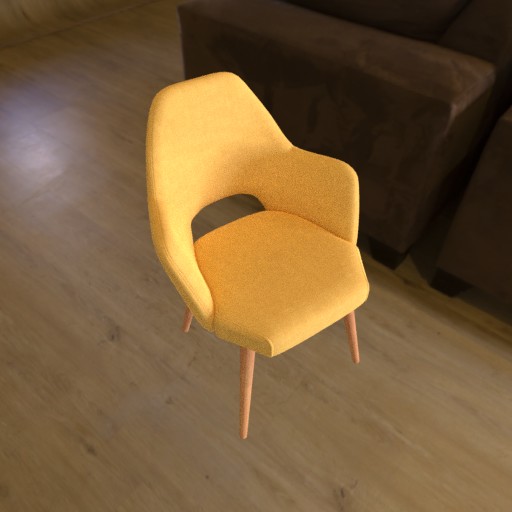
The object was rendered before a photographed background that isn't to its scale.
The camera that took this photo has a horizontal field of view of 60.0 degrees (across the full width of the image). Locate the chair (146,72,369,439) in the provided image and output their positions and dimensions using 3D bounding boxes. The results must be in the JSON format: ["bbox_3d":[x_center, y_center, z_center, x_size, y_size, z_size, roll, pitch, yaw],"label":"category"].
[{"bbox_3d":[0.000,0.000,1.289,0.590,0.840,0.610,-26,51,-23],"label":"chair"}]
